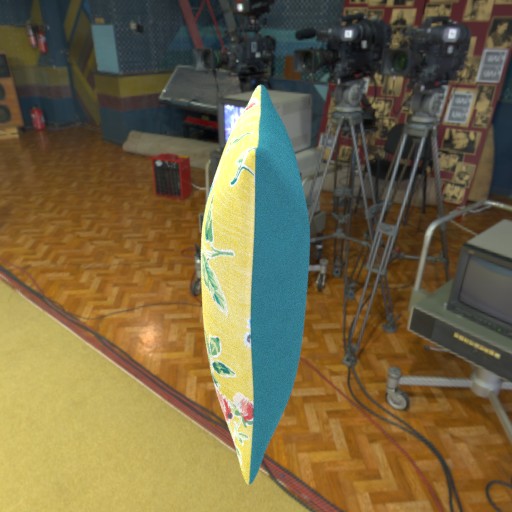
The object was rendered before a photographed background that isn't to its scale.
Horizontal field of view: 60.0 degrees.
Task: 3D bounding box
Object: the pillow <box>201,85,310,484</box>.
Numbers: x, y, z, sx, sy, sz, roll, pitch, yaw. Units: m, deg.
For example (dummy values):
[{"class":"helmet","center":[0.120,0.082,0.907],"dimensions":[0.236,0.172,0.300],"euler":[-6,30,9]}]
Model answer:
[{"class":"pillow","center":[0.000,0.000,0.779],"dimensions":[0.166,0.508,0.525],"euler":[1,28,1]}]
